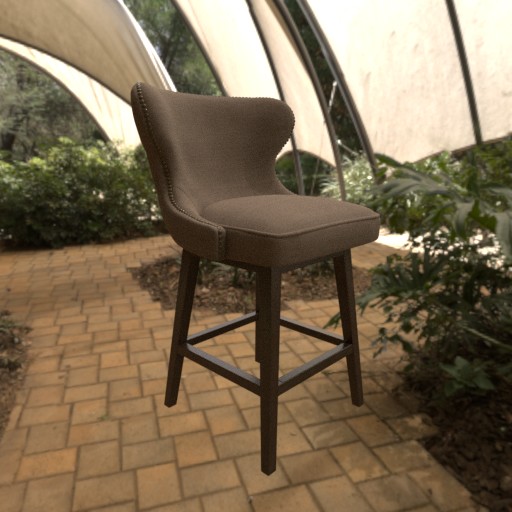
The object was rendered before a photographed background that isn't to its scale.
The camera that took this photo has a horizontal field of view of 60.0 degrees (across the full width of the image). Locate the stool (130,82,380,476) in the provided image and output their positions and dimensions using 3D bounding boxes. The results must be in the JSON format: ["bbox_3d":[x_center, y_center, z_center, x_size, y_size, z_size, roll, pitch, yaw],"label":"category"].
[{"bbox_3d":[0.000,0.000,1.333,0.597,0.972,0.615,13,19,43],"label":"stool"}]
